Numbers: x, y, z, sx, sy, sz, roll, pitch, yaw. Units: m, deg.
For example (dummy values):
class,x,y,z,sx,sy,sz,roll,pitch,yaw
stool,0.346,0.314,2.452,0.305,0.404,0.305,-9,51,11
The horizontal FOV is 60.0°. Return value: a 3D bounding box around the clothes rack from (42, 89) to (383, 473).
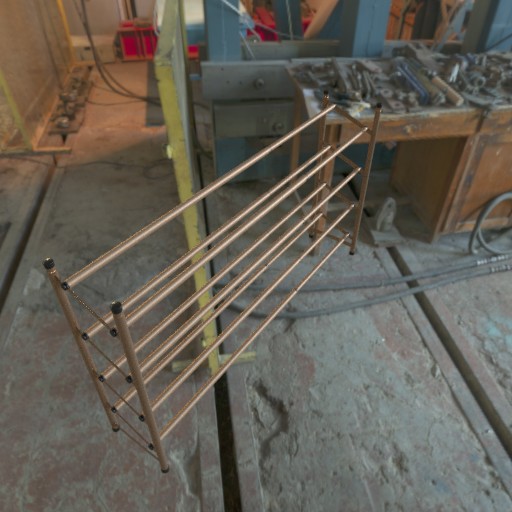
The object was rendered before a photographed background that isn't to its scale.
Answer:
class,x,y,z,sx,sy,sz,roll,pitch,yaw
clothes rack,0.000,0.000,1.415,0.229,0.672,1.168,25,47,26
